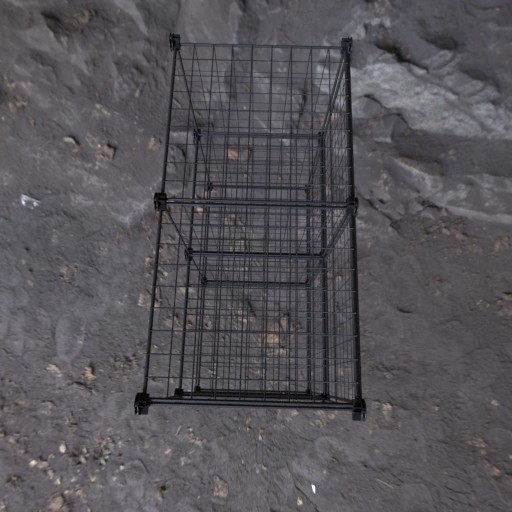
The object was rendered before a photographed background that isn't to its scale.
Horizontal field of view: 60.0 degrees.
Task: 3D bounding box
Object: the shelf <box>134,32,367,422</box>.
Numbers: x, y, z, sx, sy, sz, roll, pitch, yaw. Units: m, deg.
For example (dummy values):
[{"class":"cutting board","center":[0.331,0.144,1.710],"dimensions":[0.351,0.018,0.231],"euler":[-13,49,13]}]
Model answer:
[{"class":"shelf","center":[0.000,0.000,1.110],"dimensions":[0.356,0.711,0.711],"euler":[1,74,0]}]
